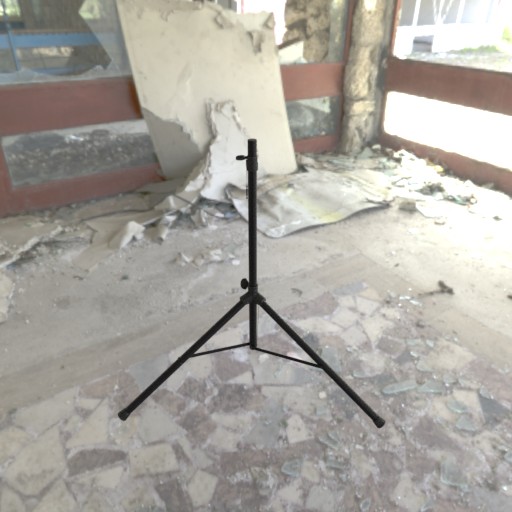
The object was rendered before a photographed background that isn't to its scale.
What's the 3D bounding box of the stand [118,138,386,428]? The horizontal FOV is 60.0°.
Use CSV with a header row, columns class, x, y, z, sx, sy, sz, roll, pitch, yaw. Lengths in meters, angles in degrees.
class,x,y,z,sx,sy,sz,roll,pitch,yaw
stand,0.000,0.000,2.807,1.596,1.595,1.339,2,30,3
